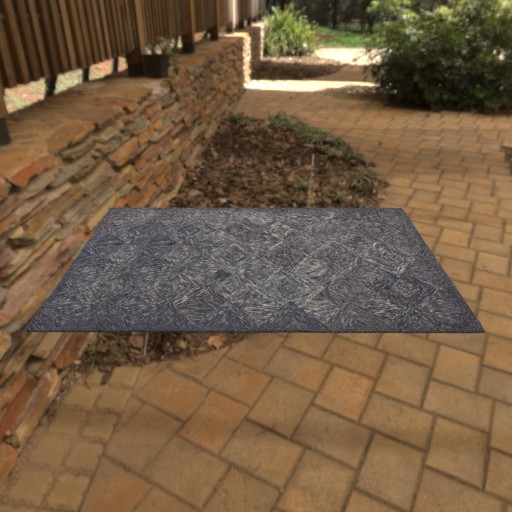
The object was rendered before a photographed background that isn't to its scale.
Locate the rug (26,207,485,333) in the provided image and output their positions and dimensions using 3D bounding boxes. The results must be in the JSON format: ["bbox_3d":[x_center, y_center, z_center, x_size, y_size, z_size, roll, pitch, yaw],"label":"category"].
[{"bbox_3d":[0.000,0.000,2.173,1.754,0.010,1.139,0,30,0],"label":"rug"}]
